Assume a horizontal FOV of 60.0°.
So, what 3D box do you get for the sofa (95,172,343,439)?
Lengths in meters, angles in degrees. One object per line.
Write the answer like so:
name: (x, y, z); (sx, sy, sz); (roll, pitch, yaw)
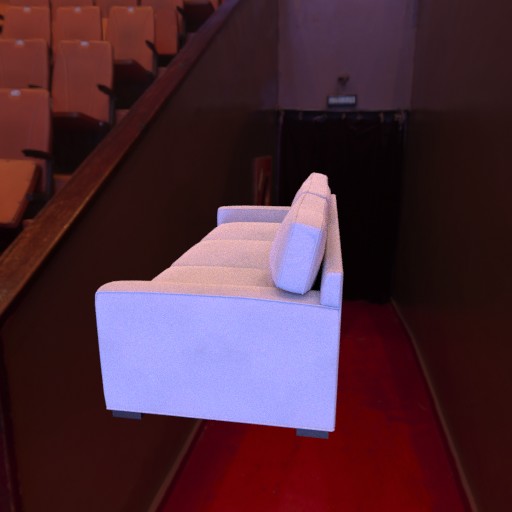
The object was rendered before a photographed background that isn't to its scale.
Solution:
sofa: (0.000, 0.000, 2.633); (0.935, 0.862, 2.088); (2, 16, 9)
